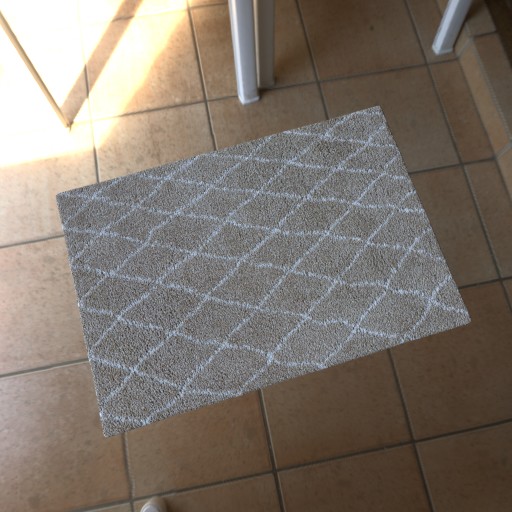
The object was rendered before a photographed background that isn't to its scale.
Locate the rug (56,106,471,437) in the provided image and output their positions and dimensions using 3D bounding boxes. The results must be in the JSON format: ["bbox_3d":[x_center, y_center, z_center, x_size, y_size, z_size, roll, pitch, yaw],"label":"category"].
[{"bbox_3d":[0.000,0.000,2.190,1.778,0.030,1.219,-16,76,-4],"label":"rug"}]
